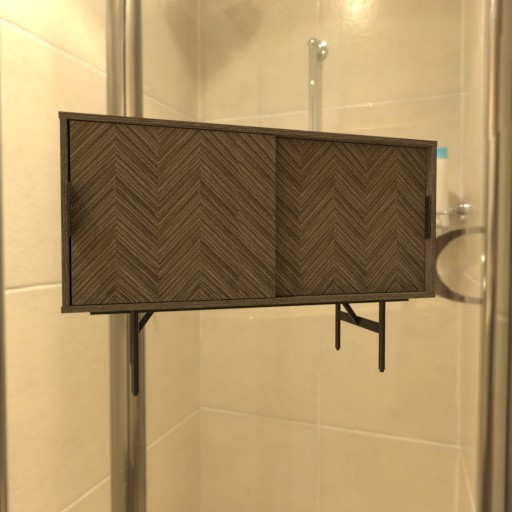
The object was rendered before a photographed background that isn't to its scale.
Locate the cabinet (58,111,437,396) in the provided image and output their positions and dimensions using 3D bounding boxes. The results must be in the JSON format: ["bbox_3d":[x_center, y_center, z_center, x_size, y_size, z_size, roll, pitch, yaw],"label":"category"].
[{"bbox_3d":[0.000,0.000,1.518,1.194,0.787,0.405,-1,2,-17],"label":"cabinet"}]
